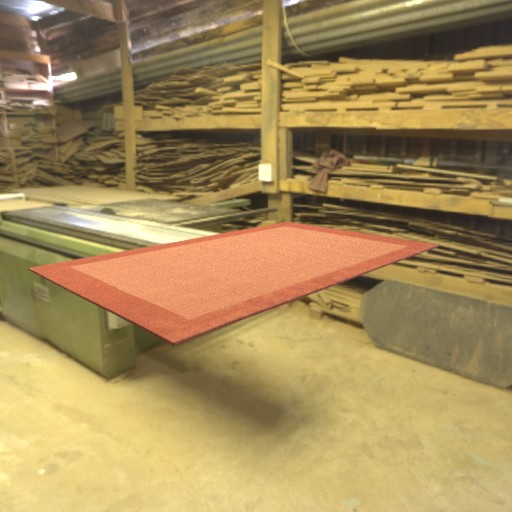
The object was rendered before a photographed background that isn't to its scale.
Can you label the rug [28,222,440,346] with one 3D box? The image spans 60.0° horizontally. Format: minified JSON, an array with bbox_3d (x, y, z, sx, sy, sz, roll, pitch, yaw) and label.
[{"bbox_3d":[0.000,0.000,3.033,1.524,0.014,2.438,13,19,43],"label":"rug"}]
